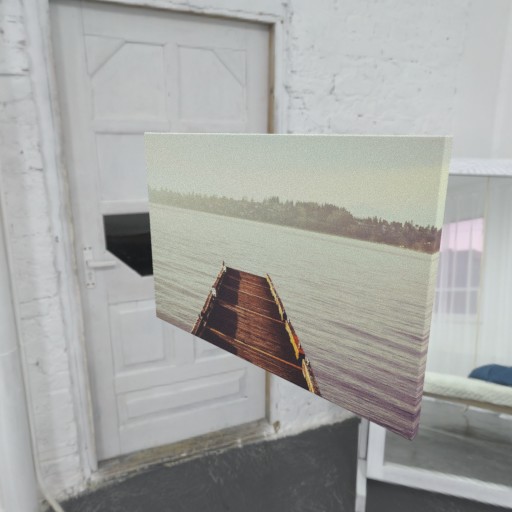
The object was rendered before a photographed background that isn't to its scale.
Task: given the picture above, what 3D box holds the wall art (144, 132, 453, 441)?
[{"bbox_3d":[0.000,0.000,1.437,1.149,0.765,0.040,15,22,41],"label":"wall art"}]
